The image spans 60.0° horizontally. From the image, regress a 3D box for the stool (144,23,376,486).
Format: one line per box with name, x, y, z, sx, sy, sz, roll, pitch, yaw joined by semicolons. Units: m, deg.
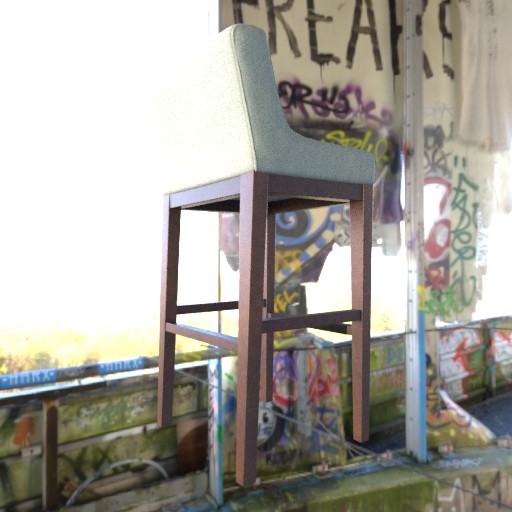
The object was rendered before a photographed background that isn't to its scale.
stool;0.000;0.000;1.289;0.500;1.037;0.511;0;0;-37
